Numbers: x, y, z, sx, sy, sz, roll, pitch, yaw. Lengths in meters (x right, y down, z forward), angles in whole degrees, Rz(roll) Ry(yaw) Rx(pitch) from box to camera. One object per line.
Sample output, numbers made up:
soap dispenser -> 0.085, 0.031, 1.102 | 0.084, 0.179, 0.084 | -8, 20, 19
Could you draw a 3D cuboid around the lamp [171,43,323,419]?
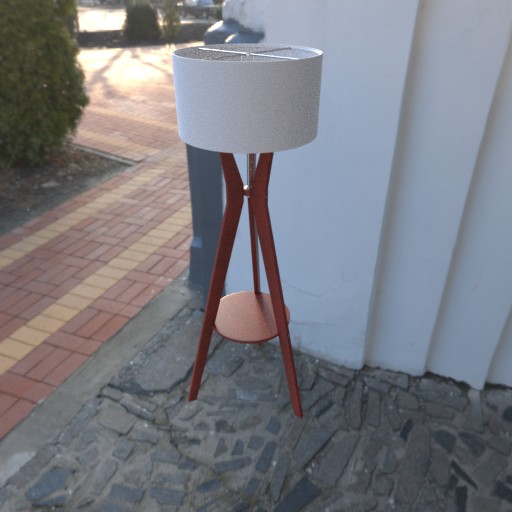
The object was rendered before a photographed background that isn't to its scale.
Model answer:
lamp -> 0.000, 0.000, 1.752 | 0.542, 1.472, 0.539 | 24, 38, 34
